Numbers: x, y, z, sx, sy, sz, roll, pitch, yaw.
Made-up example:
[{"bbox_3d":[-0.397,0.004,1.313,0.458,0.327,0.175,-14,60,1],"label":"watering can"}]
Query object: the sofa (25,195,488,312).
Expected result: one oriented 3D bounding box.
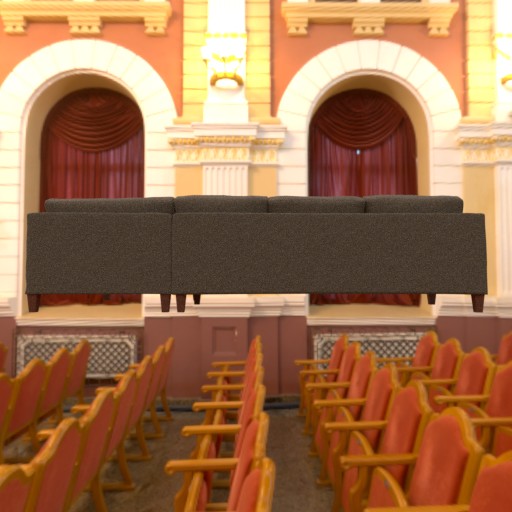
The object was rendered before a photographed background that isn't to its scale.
[{"bbox_3d":[0.000,0.000,3.845,3.186,0.846,1.625,0,-3,0],"label":"sofa"}]
